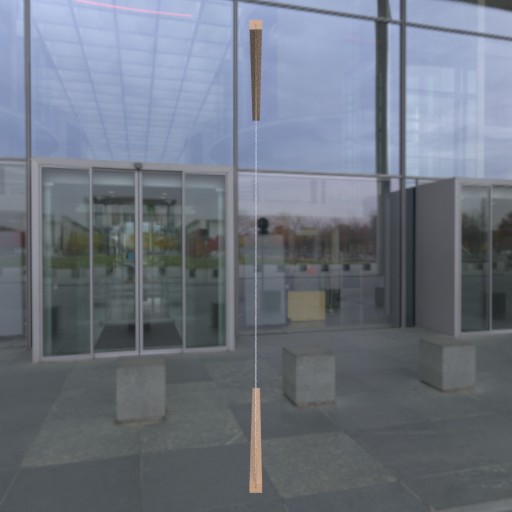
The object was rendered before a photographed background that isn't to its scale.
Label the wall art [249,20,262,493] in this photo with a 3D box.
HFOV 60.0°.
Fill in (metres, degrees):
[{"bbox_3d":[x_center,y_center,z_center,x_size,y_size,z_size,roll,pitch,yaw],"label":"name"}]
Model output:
[{"bbox_3d":[0.000,0.000,0.773,0.016,0.611,0.401,0,1,0],"label":"wall art"}]
